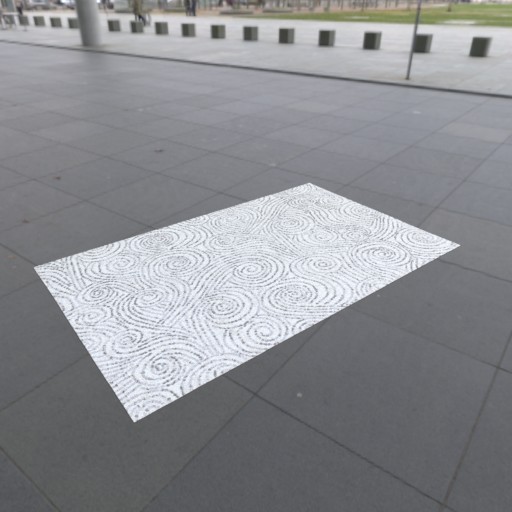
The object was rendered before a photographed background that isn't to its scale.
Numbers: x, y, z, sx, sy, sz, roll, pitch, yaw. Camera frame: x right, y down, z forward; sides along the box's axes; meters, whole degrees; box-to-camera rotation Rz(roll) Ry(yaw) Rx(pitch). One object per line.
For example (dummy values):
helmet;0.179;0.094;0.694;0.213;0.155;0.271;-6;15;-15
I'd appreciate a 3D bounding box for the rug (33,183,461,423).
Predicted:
rug;0.000;0.000;2.965;2.439;0.005;1.524;-21;37;-32
